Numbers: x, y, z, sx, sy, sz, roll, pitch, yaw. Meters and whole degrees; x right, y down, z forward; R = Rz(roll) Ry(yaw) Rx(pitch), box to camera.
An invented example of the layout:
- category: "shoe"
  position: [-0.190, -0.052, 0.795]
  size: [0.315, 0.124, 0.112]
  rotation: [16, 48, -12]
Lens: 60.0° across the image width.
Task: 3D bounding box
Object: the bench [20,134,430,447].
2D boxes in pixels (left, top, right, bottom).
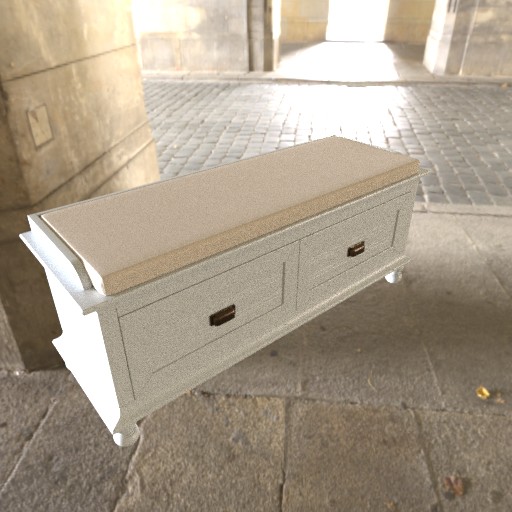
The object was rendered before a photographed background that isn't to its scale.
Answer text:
- category: "bench"
  position: [0.000, 0.000, 1.386]
  size: [1.185, 0.486, 0.402]
  rotation: [-23, 38, -33]
